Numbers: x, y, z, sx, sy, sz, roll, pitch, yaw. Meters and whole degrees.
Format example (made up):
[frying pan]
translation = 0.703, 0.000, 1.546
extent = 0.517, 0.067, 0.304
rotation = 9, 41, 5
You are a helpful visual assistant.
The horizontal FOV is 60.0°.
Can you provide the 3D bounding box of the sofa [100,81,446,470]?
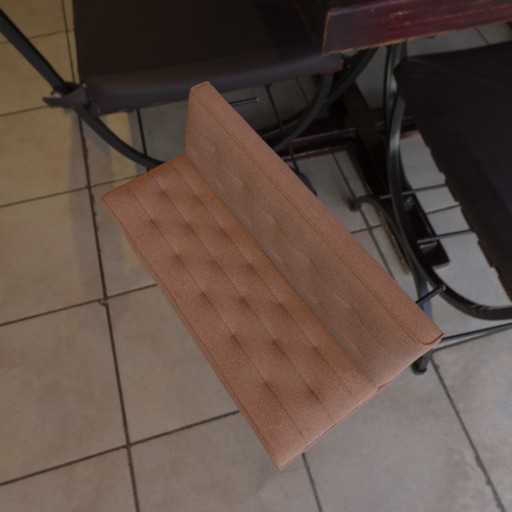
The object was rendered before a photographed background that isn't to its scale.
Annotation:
[sofa]
translation = 0.000, 0.000, 2.382
extent = 1.038, 0.810, 1.820
rotation = -32, 66, -16
